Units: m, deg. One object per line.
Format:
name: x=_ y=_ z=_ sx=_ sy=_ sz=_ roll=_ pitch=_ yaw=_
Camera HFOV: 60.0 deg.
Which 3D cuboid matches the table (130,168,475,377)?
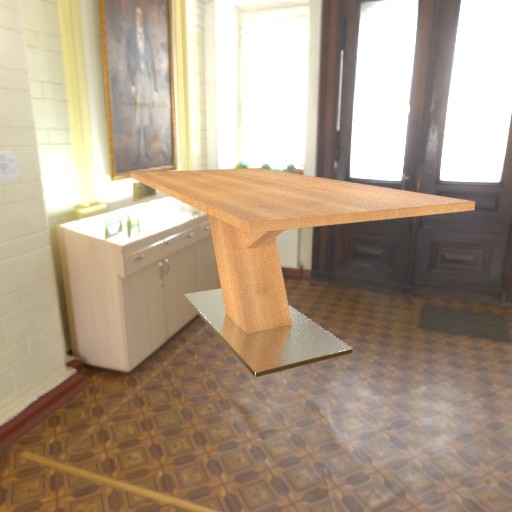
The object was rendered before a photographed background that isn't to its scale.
table: x=0.000 y=0.000 z=2.298 sx=0.900 sy=0.750 sz=1.800 roll=-7 pitch=17 yaw=-24
